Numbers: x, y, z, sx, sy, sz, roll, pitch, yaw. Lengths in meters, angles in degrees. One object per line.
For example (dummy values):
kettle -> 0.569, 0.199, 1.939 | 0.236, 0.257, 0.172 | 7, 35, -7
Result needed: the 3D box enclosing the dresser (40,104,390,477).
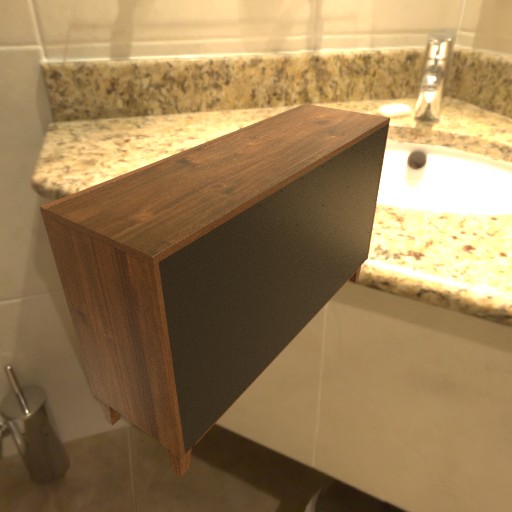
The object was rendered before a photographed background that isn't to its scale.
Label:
dresser -> 0.000, 0.000, 1.791 | 0.446, 0.873, 1.400 | 21, 38, 29
